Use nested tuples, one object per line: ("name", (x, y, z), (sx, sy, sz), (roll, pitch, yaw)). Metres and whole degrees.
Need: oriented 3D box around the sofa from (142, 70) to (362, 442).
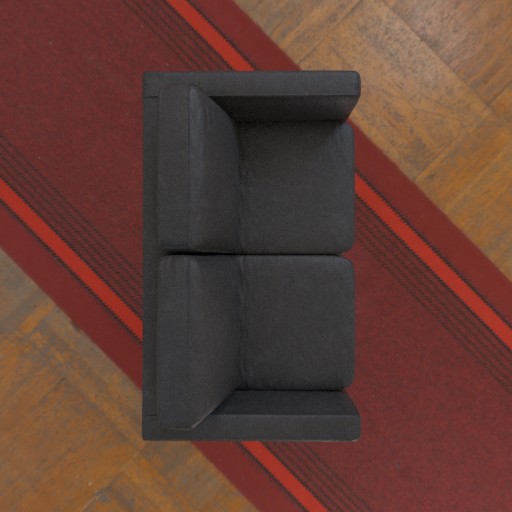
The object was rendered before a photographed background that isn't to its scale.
("sofa", (0.000, 0.000, 1.937), (0.879, 0.899, 1.430), (0, 90, 1))
